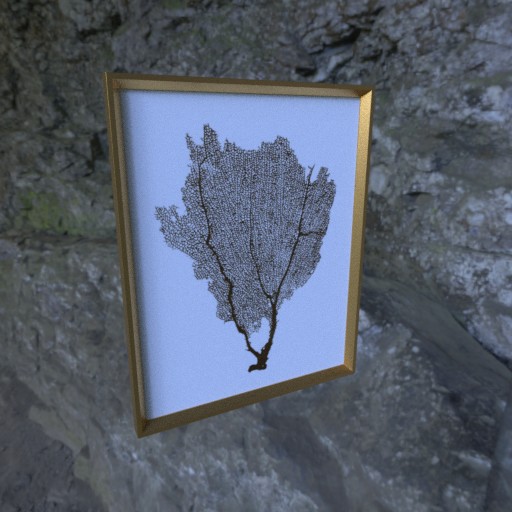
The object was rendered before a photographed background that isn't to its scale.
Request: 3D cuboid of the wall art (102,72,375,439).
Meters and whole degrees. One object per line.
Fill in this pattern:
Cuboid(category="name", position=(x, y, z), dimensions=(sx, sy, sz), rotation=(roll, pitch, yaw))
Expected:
Cuboid(category="wall art", position=(0.000, 0.000, 1.032), dimensions=(0.610, 0.762, 0.038), rotation=(-8, 18, -26))
